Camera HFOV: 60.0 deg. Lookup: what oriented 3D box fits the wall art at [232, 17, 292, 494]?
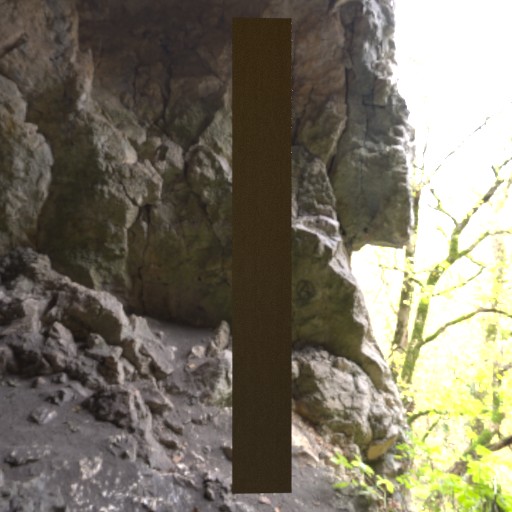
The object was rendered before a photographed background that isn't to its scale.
[{"bbox_3d":[0.000,0.000,0.436,0.038,0.305,0.304,0,0,-1],"label":"wall art"}]
